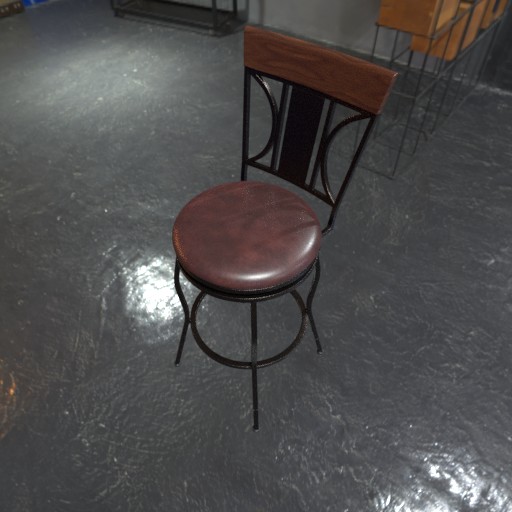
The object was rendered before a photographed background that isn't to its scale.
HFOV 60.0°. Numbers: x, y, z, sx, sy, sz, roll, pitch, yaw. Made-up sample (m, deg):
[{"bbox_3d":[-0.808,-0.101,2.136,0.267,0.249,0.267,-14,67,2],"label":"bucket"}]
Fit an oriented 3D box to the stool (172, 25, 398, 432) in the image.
[{"bbox_3d":[0.000,0.000,1.385,0.448,1.130,0.513,31,54,26],"label":"stool"}]
